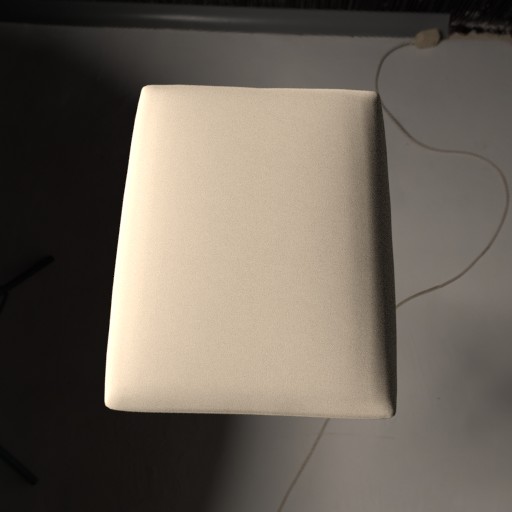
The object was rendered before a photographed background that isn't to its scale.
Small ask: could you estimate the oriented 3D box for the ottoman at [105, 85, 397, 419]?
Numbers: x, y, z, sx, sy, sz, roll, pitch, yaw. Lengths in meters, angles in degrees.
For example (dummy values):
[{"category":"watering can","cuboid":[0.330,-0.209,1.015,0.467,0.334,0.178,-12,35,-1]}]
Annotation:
[{"category":"ottoman","cuboid":[0.000,0.000,1.120,0.584,0.513,0.741,2,74,0]}]
